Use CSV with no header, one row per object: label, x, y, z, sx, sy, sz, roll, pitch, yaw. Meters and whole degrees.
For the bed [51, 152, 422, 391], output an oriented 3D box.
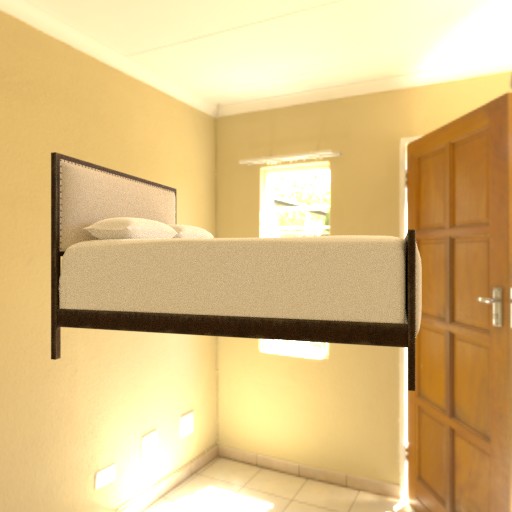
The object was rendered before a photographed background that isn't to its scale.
bed,0.000,0.000,3.240,2.221,1.313,1.607,0,0,18
